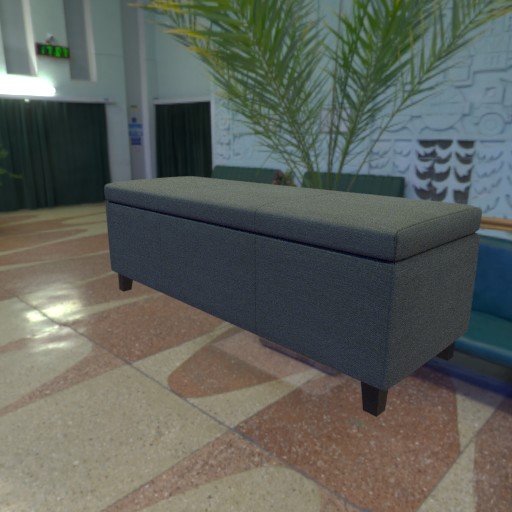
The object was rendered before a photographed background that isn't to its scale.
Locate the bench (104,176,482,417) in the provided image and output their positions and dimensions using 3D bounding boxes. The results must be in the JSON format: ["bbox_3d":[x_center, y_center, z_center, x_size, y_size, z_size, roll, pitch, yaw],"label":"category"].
[{"bbox_3d":[0.000,0.000,1.476,0.446,0.438,1.269,-14,20,-42],"label":"bench"}]
